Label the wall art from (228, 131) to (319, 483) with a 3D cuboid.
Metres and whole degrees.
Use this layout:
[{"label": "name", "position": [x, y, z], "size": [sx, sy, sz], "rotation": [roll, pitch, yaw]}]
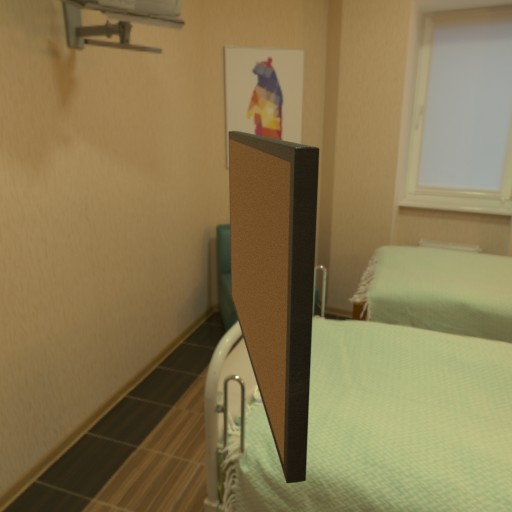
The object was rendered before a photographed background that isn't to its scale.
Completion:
[{"label": "wall art", "position": [0.000, 0.000, 1.167], "size": [0.038, 0.612, 0.912], "rotation": [-3, 17, -9]}]
